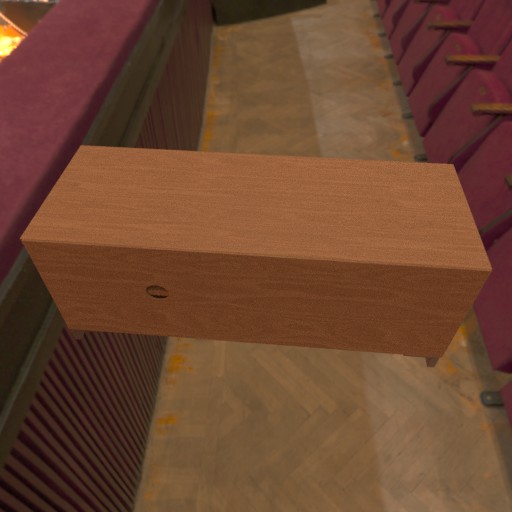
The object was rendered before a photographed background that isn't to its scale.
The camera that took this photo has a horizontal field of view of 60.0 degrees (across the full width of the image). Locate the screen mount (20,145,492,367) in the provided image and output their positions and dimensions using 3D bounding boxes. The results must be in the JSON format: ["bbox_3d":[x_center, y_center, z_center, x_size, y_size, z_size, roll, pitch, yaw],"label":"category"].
[{"bbox_3d":[0.000,0.000,1.303,1.084,0.432,0.406,4,47,4],"label":"screen mount"}]
